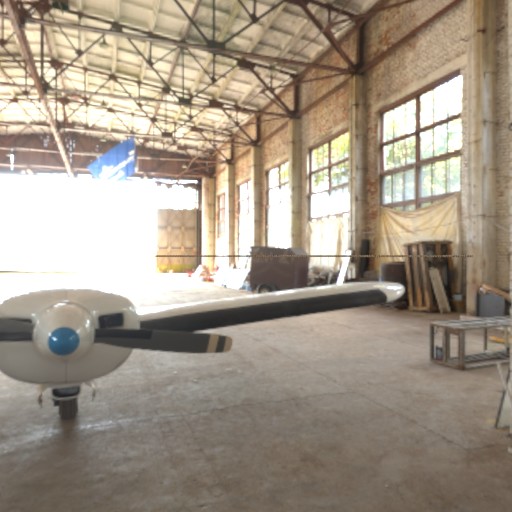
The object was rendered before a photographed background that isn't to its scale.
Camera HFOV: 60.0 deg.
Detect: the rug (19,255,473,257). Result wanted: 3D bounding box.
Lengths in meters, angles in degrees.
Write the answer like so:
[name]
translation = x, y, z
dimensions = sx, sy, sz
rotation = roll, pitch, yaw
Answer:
[rug]
translation = 0.000, 0.000, 2.171
dimensions = 1.752, 0.006, 1.142
rotation = 0, 0, 17
